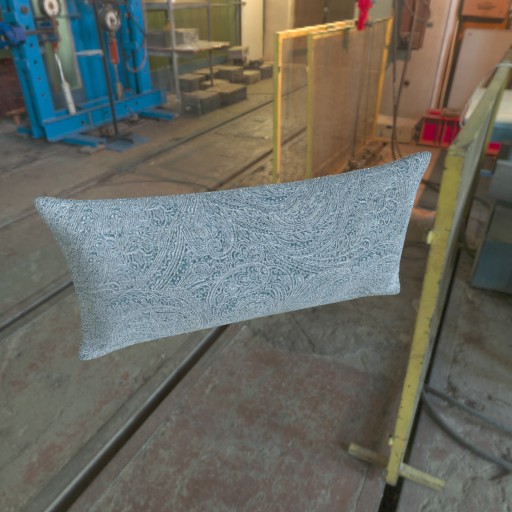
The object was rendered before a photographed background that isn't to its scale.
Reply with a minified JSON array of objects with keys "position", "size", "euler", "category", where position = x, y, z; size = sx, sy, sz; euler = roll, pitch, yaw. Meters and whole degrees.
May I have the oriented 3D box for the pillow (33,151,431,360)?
[{"position":[0.000,0.000,0.737],"size":[0.615,0.295,0.151],"euler":[-10,33,-15],"category":"pillow"}]
